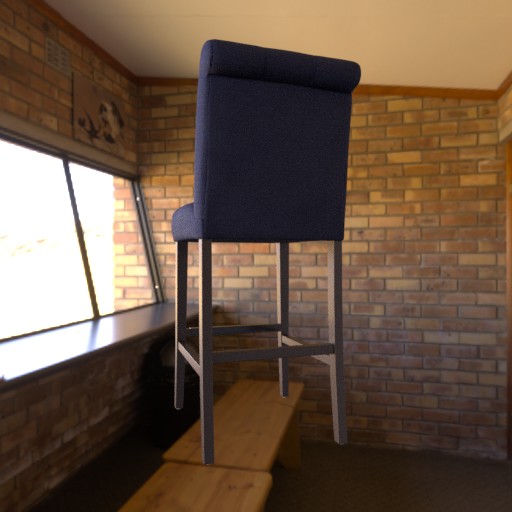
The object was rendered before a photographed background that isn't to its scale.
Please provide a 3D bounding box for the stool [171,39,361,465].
[{"bbox_3d":[0.000,0.000,1.473,0.493,1.140,0.601,0,0,-19],"label":"stool"}]
